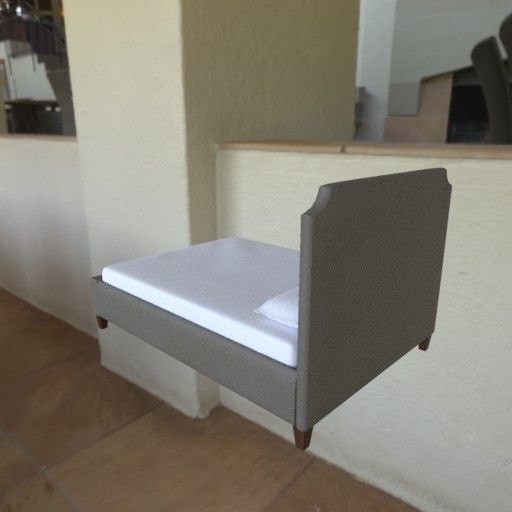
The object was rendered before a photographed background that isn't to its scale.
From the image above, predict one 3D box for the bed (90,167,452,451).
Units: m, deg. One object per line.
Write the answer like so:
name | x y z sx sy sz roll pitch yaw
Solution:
bed | 0.000 0.000 3.540 2.372 1.443 1.712 15 21 42
